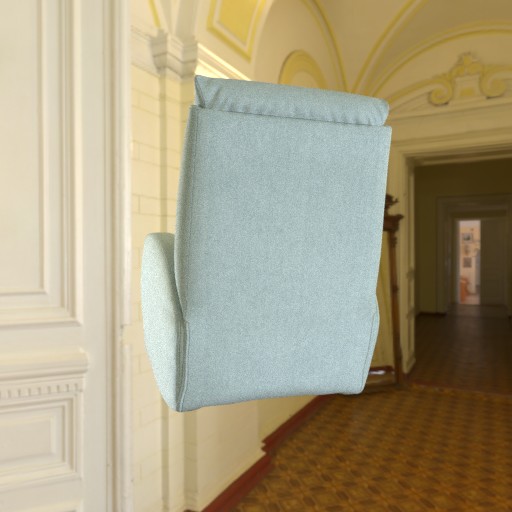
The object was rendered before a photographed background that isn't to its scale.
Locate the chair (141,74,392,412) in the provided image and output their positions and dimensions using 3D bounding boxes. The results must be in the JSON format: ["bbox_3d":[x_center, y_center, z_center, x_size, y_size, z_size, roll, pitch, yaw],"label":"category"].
[{"bbox_3d":[0.000,0.000,1.683,0.812,1.013,0.940,0,0,-17],"label":"chair"}]
